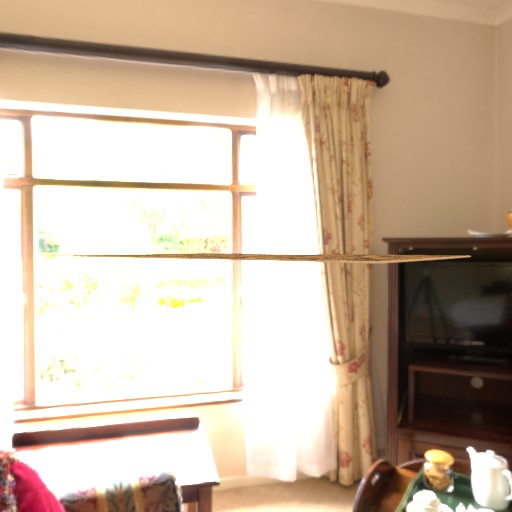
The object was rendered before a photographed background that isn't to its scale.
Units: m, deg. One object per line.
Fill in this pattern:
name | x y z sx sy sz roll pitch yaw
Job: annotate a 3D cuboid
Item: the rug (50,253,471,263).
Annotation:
rug | 0.000 0.000 2.870 2.284 0.008 1.522 1 1 37
